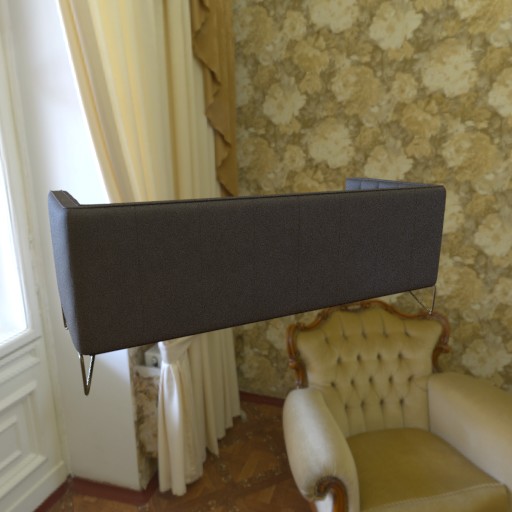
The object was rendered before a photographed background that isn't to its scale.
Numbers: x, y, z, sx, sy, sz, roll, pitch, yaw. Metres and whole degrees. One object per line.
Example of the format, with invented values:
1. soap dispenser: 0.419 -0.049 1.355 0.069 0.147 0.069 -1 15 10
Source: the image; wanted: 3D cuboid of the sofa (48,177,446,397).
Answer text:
1. sofa: 0.000 0.000 2.542 2.087 0.789 0.867 -7 16 -27
